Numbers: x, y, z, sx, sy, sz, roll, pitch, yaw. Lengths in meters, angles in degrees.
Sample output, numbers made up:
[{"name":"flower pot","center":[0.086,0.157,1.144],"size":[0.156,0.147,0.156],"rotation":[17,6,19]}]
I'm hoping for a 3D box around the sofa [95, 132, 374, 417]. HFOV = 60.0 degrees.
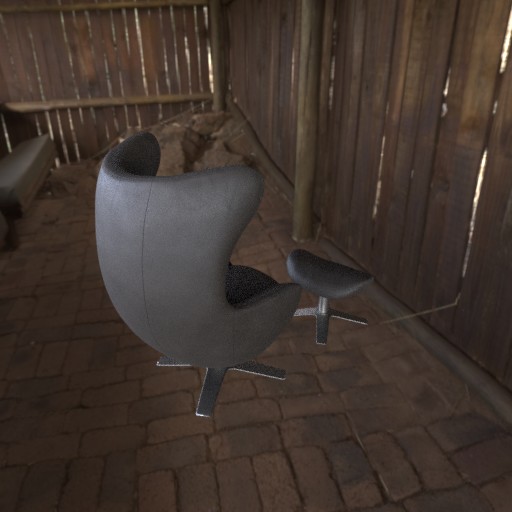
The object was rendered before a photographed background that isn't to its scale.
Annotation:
[{"name":"sofa","center":[0.000,0.000,2.153],"size":[1.444,1.135,0.894],"rotation":[-17,30,-32]}]
